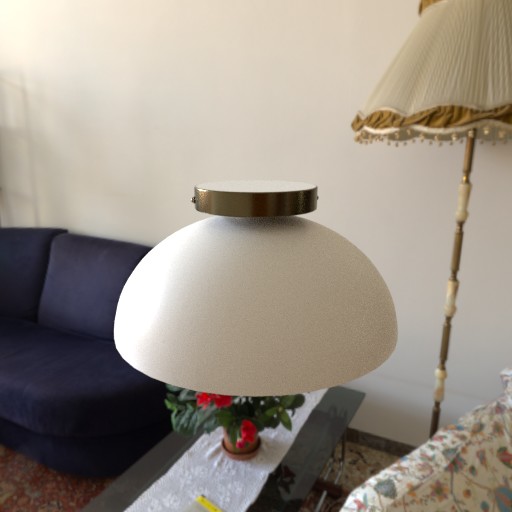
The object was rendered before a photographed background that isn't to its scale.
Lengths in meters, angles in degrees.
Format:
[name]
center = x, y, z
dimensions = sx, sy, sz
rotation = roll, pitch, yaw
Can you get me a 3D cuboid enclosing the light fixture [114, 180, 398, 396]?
[light fixture]
center = 0.000, 0.000, 0.559
dimensions = 0.355, 0.177, 0.355
rotation = 0, 15, 0
